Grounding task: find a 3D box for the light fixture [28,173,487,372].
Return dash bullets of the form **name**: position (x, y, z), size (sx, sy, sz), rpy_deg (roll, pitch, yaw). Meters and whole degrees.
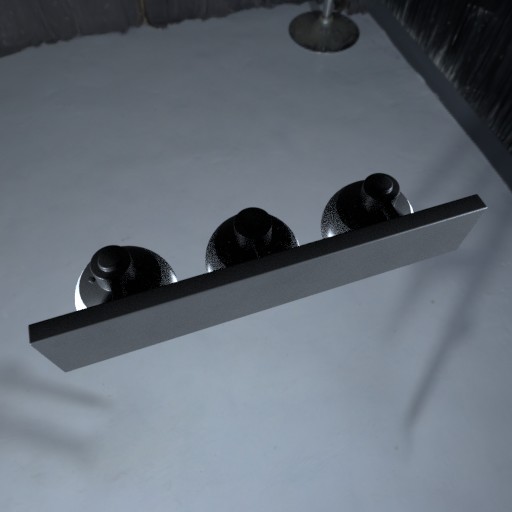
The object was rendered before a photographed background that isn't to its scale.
- **light fixture**: position (0.000, 0.000, 0.823), size (0.721, 0.263, 0.218), rpy_deg (-16, 60, -10)
